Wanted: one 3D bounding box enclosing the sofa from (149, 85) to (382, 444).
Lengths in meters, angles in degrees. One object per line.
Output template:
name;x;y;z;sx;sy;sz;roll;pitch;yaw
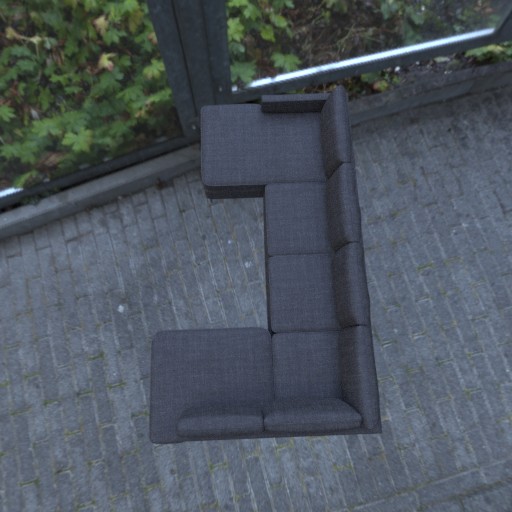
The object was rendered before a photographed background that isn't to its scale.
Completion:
sofa;0.000;0.000;4.424;2.048;0.999;3.423;-2;75;-1
